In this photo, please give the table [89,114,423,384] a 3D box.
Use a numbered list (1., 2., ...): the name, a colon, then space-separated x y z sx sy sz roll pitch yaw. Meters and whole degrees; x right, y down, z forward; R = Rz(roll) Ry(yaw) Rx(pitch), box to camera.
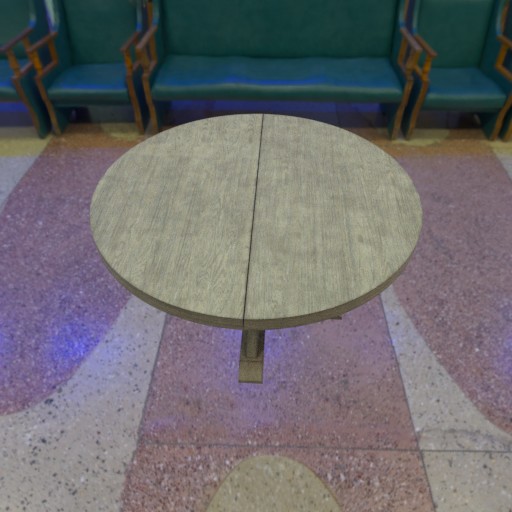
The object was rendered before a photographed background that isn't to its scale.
1. table: 0.000 0.000 2.143 1.363 0.781 1.363 0 44 0
